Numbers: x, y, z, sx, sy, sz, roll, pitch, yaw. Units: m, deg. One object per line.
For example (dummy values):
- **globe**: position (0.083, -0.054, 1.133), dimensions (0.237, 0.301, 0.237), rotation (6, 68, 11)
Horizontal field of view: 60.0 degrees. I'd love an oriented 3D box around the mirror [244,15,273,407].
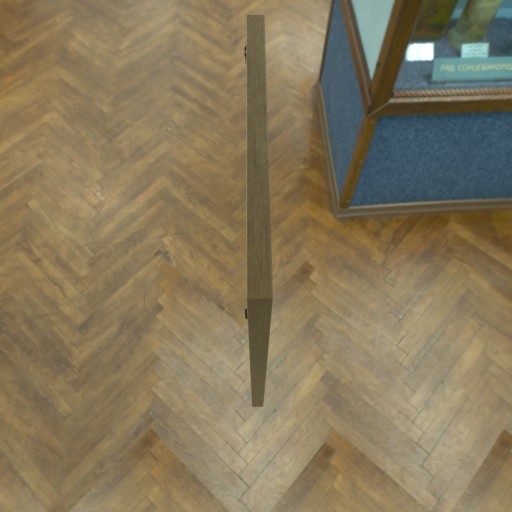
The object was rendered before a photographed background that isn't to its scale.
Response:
- **mirror**: position (0.000, 0.000, 1.150), dimensions (0.040, 0.915, 0.609), rotation (-1, 62, 0)
